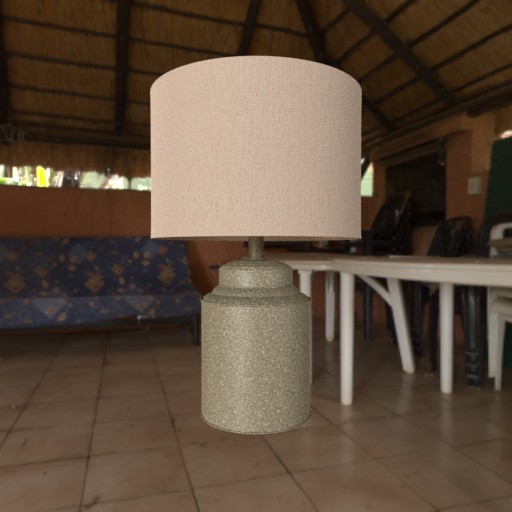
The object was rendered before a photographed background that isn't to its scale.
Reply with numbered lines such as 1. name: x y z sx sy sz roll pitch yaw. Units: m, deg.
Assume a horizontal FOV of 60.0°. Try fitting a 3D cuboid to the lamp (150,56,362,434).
1. lamp: 0.000 0.000 0.688 0.318 0.486 0.318 0 1 0
